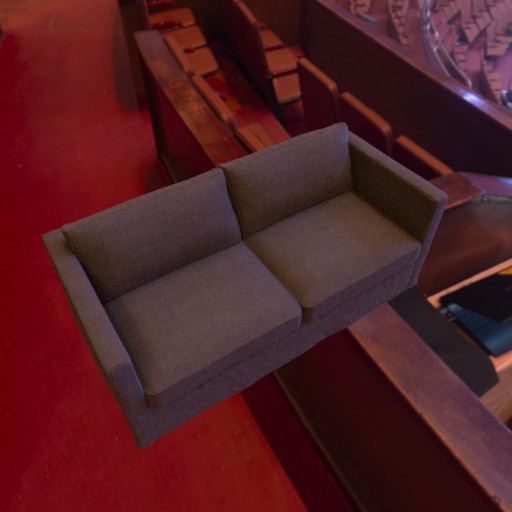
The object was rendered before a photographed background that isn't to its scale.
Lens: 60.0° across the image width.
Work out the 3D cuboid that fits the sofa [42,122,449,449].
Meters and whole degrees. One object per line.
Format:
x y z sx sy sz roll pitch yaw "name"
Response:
0.000 0.000 2.501 1.982 0.855 0.953 -25 51 -23 "sofa"
